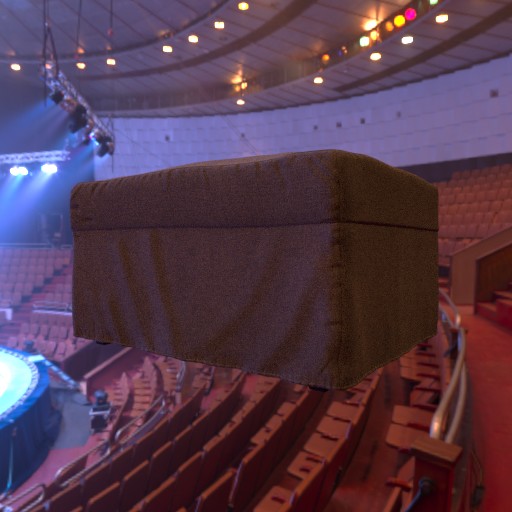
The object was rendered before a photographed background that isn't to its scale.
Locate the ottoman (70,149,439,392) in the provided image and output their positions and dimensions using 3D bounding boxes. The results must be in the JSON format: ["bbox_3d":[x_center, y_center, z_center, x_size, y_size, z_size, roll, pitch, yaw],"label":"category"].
[{"bbox_3d":[0.000,0.000,1.241,0.833,0.492,0.652,1,2,36],"label":"ottoman"}]
